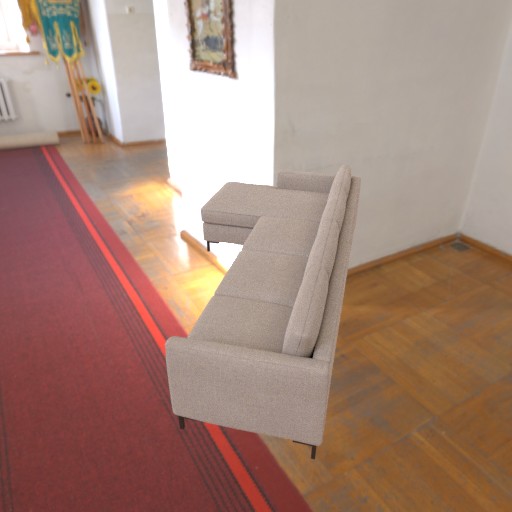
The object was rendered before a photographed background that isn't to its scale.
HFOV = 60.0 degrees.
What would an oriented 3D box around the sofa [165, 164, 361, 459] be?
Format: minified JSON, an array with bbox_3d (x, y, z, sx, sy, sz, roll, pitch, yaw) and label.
[{"bbox_3d":[0.000,0.000,3.578,1.469,0.816,2.923,7,30,13],"label":"sofa"}]
